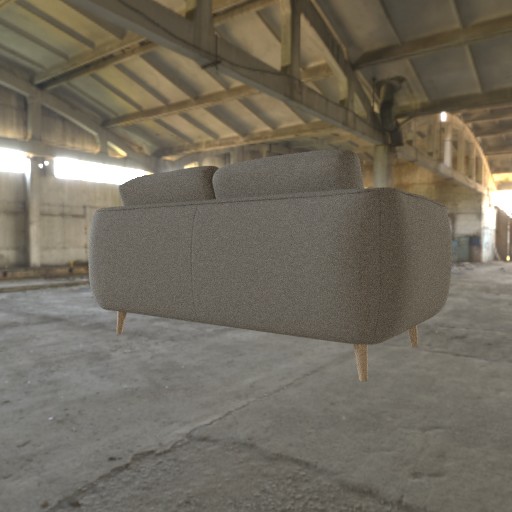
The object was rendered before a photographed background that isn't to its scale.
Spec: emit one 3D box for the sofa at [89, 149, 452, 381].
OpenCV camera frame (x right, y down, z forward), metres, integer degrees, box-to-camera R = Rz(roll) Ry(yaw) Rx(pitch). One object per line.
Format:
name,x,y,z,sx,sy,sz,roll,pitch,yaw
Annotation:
sofa,0.000,0.000,2.233,1.700,0.850,0.920,1,2,36
